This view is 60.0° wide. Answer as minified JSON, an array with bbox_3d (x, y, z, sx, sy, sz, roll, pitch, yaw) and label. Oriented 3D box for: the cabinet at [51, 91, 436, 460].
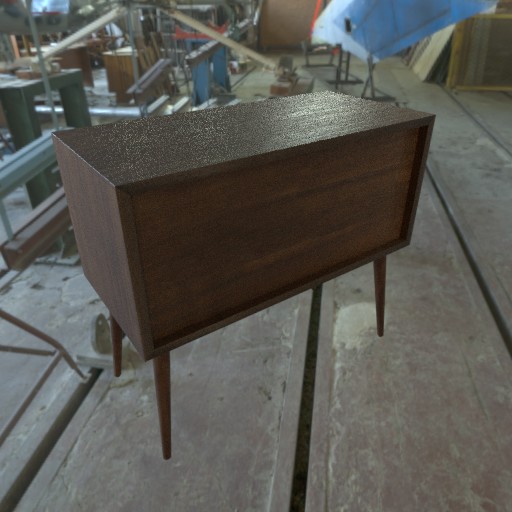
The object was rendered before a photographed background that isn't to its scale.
[{"bbox_3d":[0.000,0.000,1.102,0.743,0.654,0.354,-20,36,-30],"label":"cabinet"}]
